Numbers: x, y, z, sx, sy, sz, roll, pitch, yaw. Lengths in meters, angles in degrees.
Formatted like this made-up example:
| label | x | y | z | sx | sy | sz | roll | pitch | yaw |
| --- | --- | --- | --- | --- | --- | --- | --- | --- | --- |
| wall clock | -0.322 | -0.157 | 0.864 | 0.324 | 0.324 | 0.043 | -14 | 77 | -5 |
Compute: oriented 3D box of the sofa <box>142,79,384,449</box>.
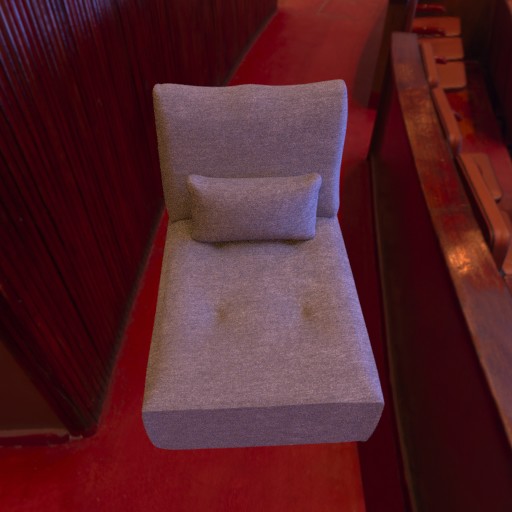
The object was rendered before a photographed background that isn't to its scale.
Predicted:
| label | x | y | z | sx | sy | sz | roll | pitch | yaw |
| --- | --- | --- | --- | --- | --- | --- | --- | --- | --- |
| sofa | 0.000 | 0.000 | 1.517 | 0.700 | 0.820 | 1.000 | -2 | 46 | -2 |
